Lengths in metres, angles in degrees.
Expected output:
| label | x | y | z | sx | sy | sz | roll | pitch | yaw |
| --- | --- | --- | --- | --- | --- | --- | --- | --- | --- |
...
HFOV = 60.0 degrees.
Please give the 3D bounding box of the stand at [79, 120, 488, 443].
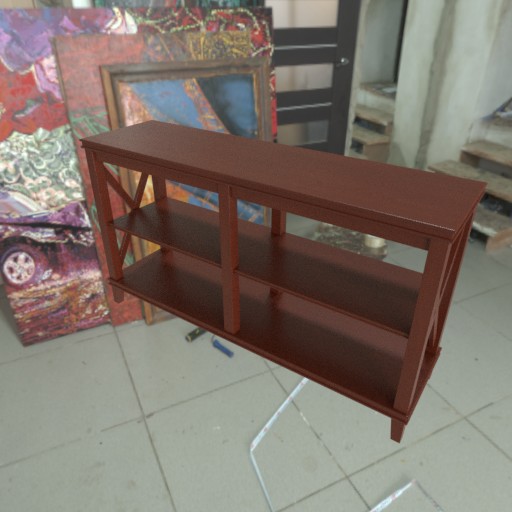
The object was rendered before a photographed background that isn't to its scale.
| label | x | y | z | sx | sy | sz | roll | pitch | yaw |
| --- | --- | --- | --- | --- | --- | --- | --- | --- | --- |
| stand | 0.000 | 0.000 | 1.677 | 1.372 | 0.762 | 0.381 | 19 | 35 | 29 |
